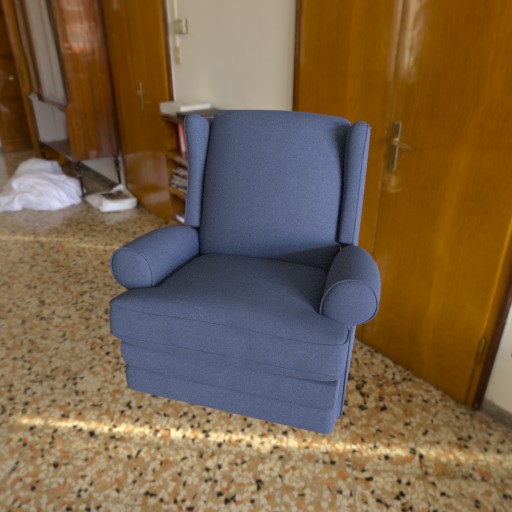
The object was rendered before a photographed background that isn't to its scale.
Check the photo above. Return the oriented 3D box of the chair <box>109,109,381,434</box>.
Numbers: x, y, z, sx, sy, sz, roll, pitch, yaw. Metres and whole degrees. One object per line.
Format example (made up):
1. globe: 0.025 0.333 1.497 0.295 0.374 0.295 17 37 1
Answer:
1. chair: 0.000 0.000 1.759 0.971 1.020 0.877 7 27 15
